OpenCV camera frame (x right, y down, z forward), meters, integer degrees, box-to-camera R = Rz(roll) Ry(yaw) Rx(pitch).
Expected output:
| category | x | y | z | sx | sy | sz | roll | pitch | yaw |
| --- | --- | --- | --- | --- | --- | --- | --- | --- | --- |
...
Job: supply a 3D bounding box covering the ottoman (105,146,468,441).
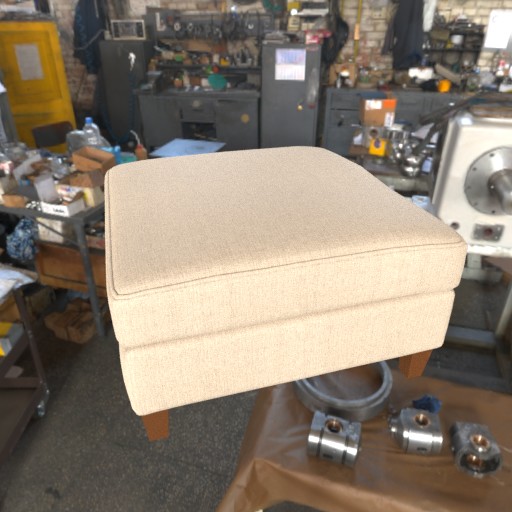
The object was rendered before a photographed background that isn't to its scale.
| category | x | y | z | sx | sy | sz | roll | pitch | yaw |
| --- | --- | --- | --- | --- | --- | --- | --- | --- | --- |
| ottoman | 0.000 | 0.000 | 1.367 | 0.838 | 0.503 | 0.838 | -8 | 30 | -15 |
